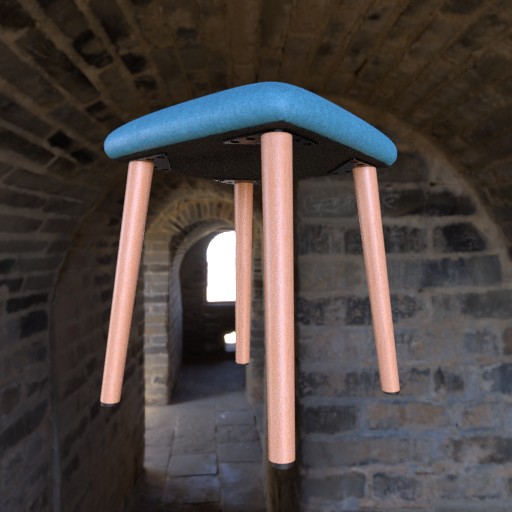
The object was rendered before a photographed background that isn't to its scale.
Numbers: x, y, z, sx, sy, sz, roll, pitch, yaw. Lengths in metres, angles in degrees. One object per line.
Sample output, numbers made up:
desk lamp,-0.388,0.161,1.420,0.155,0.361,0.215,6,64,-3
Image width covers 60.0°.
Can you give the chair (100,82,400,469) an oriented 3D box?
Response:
chair,0.000,0.000,0.702,0.360,0.450,0.360,0,0,38
